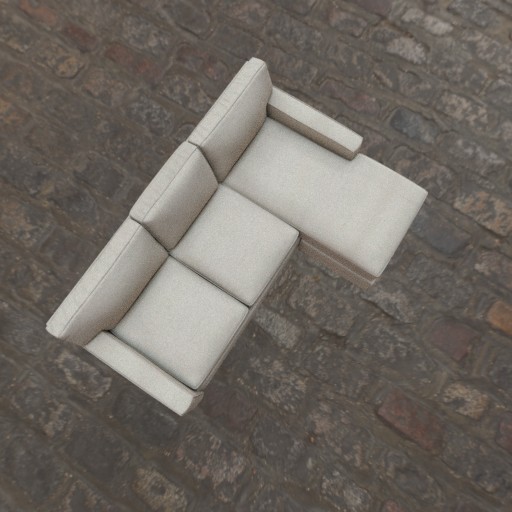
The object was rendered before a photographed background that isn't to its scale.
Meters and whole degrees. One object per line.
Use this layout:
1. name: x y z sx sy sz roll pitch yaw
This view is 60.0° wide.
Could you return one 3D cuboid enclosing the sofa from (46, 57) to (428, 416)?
1. sofa: 0.000 0.000 2.851 1.496 0.861 2.087 32 78 8
